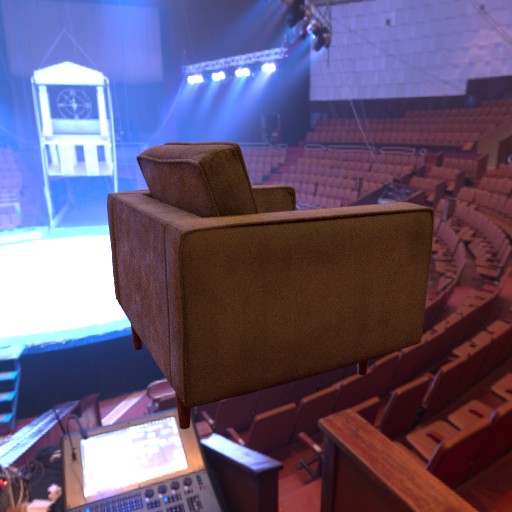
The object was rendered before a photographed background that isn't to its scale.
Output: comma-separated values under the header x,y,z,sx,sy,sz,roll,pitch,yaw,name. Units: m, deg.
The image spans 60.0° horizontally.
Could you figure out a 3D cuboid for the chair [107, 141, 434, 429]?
x,y,z,sx,sy,sz,roll,pitch,yaw,name
0.000,0.000,1.552,0.843,0.773,0.928,-7,16,-27,chair
